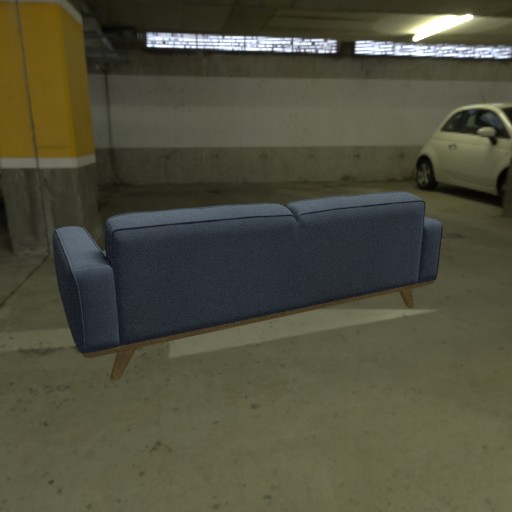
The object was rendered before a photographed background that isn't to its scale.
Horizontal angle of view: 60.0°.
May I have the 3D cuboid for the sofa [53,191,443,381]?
[{"bbox_3d":[0.000,0.000,2.780,2.270,0.782,0.953,-8,17,-27],"label":"sofa"}]
